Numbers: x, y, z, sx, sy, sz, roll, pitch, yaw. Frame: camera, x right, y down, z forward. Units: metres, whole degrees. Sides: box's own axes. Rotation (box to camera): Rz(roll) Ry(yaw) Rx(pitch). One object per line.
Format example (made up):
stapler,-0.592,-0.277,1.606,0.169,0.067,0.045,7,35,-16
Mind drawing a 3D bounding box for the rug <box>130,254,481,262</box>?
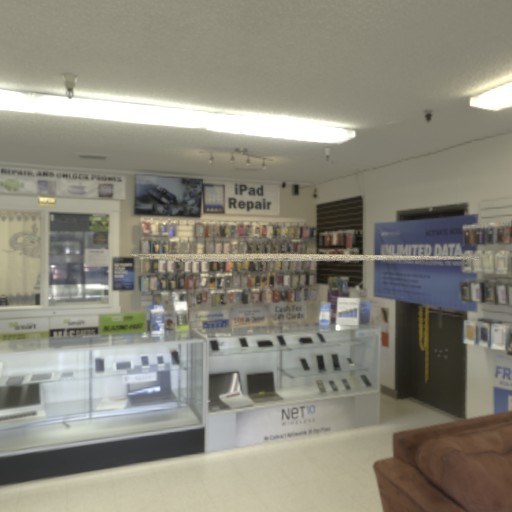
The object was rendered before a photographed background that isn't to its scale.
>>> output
rug,0.000,0.000,3.119,1.530,0.012,2.444,0,1,-20
